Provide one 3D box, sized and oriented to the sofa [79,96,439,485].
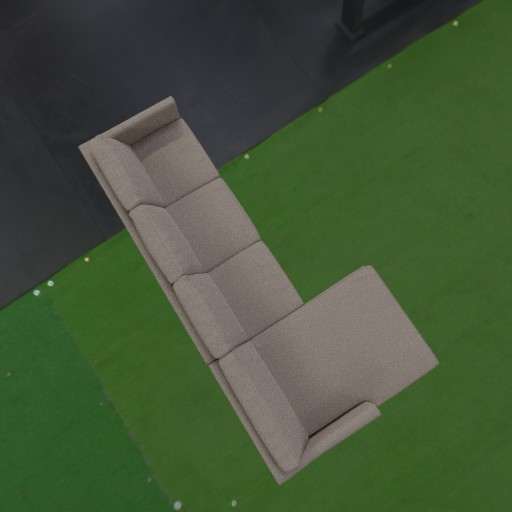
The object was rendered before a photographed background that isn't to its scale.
[{"bbox_3d":[0.000,0.000,3.847,1.625,0.846,3.186,-32,79,-7],"label":"sofa"}]
